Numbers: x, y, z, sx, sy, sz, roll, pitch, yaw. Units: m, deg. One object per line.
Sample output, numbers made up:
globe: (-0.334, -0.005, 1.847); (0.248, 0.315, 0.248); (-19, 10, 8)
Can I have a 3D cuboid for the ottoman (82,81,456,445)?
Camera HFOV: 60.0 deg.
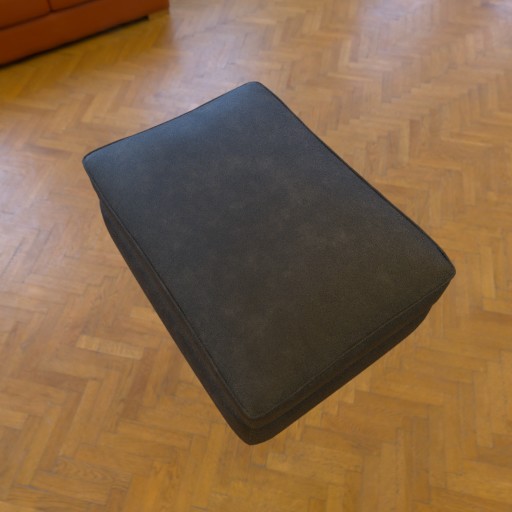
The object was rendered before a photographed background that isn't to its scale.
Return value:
ottoman: (0.000, 0.000, 1.005); (0.501, 0.413, 0.665); (-30, 63, -17)
